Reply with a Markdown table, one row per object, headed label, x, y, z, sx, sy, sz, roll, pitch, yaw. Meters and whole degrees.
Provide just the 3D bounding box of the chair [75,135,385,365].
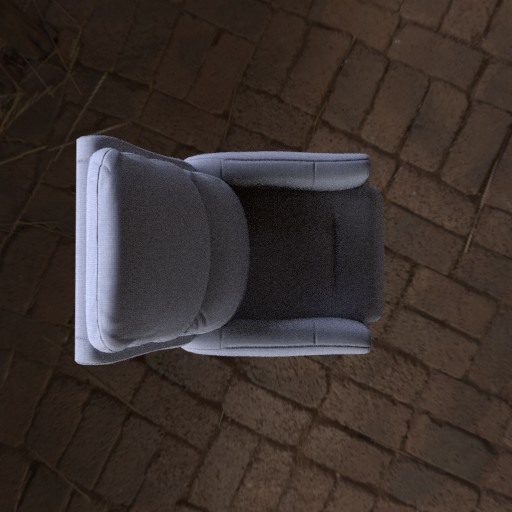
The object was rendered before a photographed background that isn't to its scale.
| label | x | y | z | sx | sy | sz | roll | pitch | yaw |
| --- | --- | --- | --- | --- | --- | --- | --- | --- | --- |
| chair | 0.000 | 0.000 | 1.727 | 1.080 | 1.030 | 0.829 | 0 | 89 | 0 |
